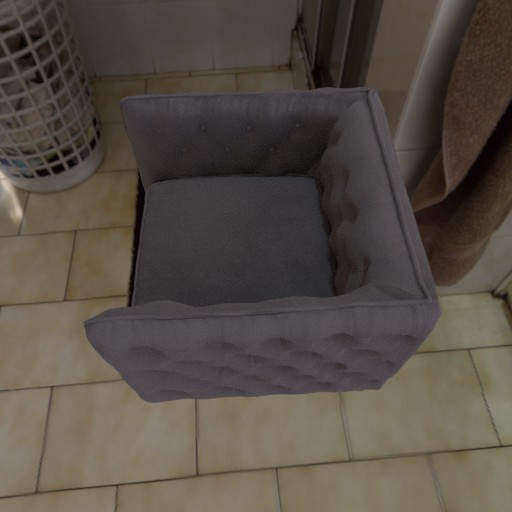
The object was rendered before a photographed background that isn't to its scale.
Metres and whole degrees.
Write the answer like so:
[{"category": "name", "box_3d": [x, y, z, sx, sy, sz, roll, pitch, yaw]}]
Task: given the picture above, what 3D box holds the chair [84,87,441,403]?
[{"category": "chair", "box_3d": [0.000, 0.000, 1.621, 0.913, 0.807, 0.946, -2, 58, -2]}]
